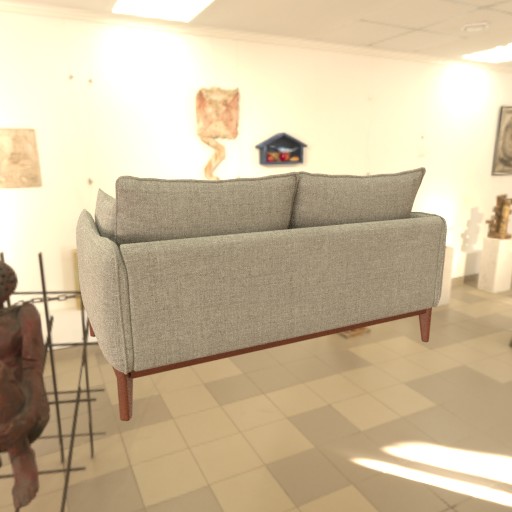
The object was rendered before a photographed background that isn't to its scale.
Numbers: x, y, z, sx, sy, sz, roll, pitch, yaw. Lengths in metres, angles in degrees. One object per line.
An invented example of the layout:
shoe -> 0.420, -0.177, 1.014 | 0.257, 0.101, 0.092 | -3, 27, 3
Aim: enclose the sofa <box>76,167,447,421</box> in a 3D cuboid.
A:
sofa -> 0.000, 0.000, 2.155 | 1.580, 0.851, 0.972 | -7, 15, -26
